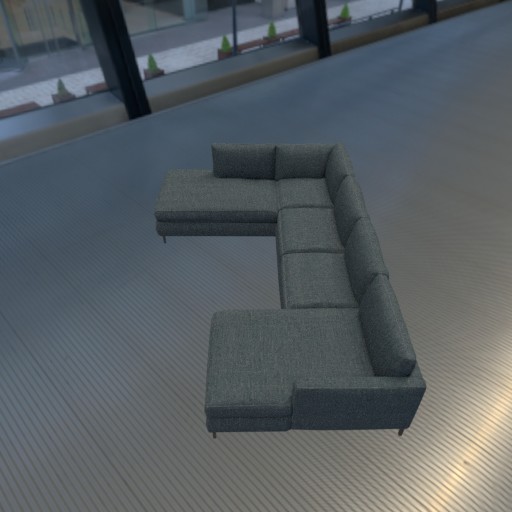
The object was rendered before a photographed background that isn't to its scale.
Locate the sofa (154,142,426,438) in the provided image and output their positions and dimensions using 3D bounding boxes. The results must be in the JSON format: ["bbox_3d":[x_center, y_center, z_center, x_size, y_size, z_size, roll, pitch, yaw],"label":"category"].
[{"bbox_3d":[0.000,0.000,3.566,1.879,0.753,2.737,0,40,0],"label":"sofa"}]
